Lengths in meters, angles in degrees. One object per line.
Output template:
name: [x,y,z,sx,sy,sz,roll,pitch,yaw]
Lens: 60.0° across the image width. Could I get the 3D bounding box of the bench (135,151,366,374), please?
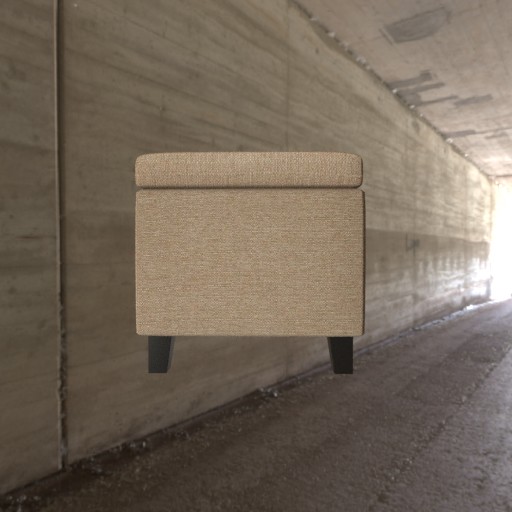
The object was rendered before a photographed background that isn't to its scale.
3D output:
bench: [0.000,0.000,1.463,0.446,0.438,1.269,0,1,1]
